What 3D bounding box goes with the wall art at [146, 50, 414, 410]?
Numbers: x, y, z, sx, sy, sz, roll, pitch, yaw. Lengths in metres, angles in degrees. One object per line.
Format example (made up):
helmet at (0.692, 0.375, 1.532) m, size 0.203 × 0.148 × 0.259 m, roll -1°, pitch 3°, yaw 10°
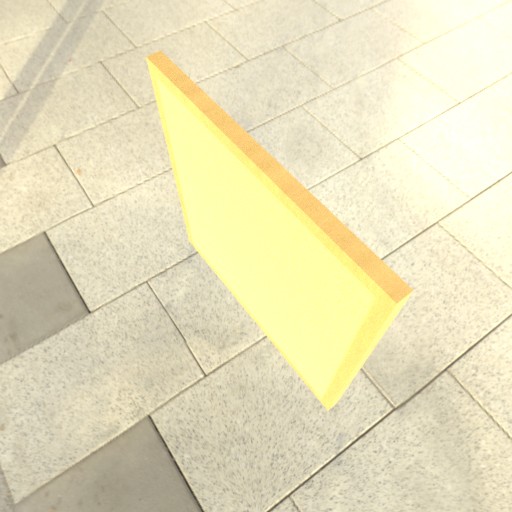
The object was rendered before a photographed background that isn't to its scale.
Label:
wall art at (0.000, 0.000, 2.969) m, size 0.097 × 1.936 × 1.935 m, roll -33°, pitch 65°, yaw -18°
